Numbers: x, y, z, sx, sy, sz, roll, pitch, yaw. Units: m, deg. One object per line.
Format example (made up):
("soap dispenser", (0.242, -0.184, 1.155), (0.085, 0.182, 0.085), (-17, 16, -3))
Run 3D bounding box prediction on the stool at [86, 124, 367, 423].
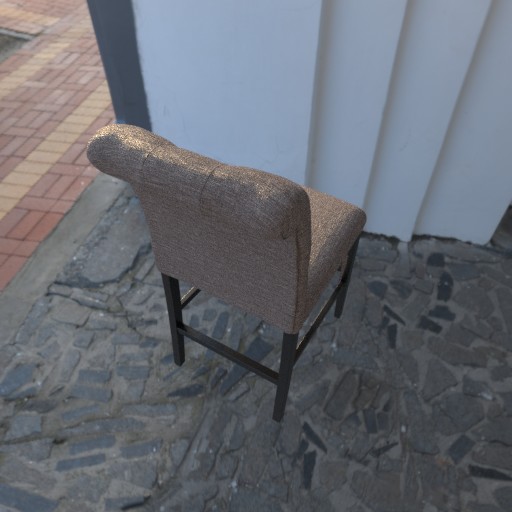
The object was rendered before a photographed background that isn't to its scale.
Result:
("stool", (0.000, 0.000, 1.294), (0.457, 0.970, 0.611), (23, 51, 20))
